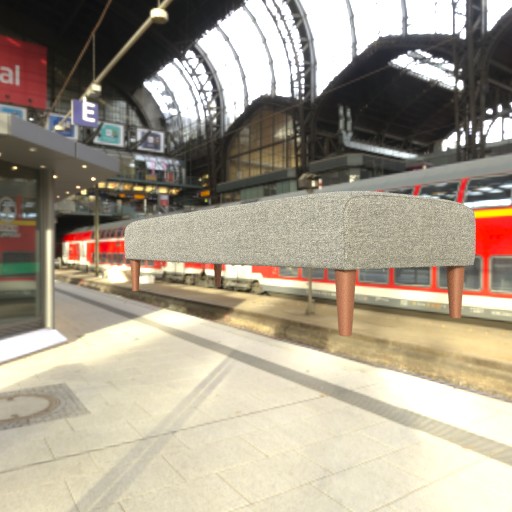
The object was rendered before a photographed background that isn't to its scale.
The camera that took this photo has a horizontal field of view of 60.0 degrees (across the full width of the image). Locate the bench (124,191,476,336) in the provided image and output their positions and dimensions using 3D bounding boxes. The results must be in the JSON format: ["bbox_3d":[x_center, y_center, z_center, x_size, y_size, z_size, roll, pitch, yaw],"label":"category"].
[{"bbox_3d":[0.000,0.000,1.888,0.631,0.384,1.598,-1,1,-35],"label":"bench"}]
